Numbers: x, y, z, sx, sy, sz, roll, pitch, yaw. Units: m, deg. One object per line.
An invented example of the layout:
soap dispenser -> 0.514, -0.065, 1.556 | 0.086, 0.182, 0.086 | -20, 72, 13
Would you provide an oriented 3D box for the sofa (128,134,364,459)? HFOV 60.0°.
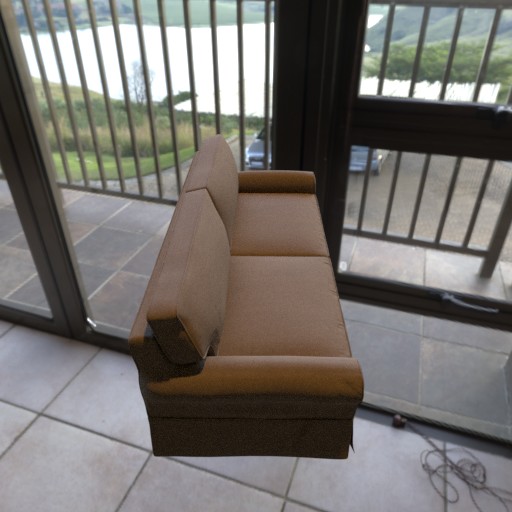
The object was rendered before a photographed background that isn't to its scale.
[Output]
sofa -> 0.000, 0.000, 2.777 | 0.991, 0.943, 2.248 | 0, 33, 1
